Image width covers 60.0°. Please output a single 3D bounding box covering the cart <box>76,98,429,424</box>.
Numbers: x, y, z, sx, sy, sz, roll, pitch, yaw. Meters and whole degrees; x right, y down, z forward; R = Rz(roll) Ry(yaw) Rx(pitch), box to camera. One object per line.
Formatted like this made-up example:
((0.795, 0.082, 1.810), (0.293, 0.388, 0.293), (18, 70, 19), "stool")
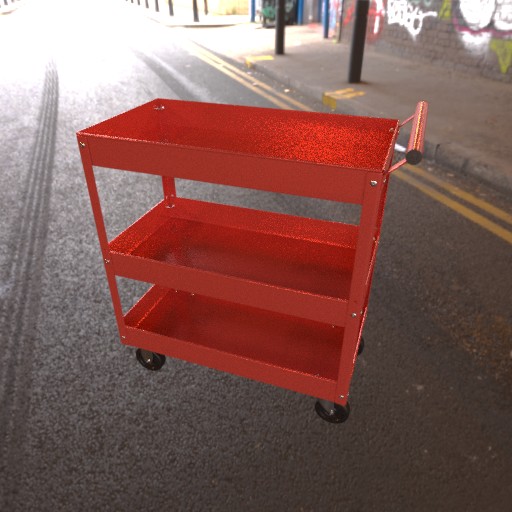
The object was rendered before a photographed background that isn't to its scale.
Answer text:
((0.000, 0.000, 1.186), (0.719, 0.780, 0.366), (11, 34, 17), "cart")
